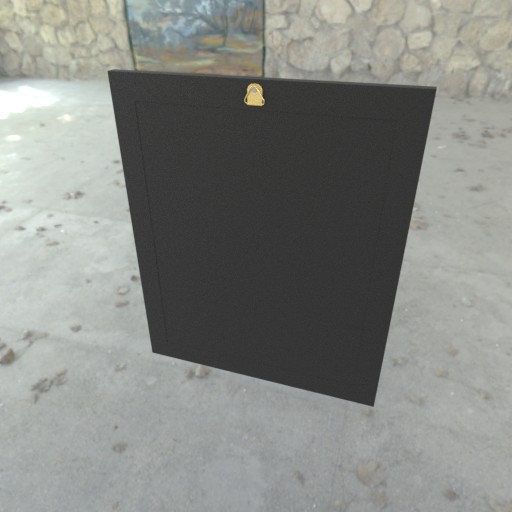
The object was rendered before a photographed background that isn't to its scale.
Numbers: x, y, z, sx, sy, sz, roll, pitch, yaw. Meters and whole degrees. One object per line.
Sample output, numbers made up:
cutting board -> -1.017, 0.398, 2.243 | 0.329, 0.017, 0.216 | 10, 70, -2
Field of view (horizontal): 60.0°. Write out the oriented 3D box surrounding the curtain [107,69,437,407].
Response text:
curtain -> 0.000, 0.000, 0.778 | 0.483, 0.585, 0.027 | 10, 32, 16
